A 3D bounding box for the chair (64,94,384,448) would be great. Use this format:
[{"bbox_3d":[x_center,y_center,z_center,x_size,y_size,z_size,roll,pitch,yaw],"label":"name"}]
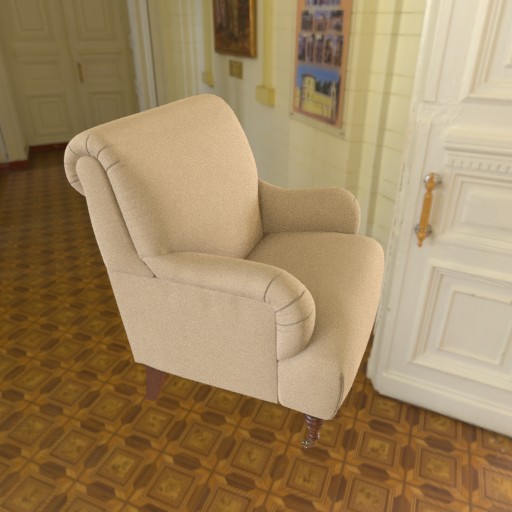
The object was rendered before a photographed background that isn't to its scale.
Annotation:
[{"bbox_3d":[0.000,0.000,1.517,0.842,0.942,0.766,11,30,19],"label":"chair"}]
